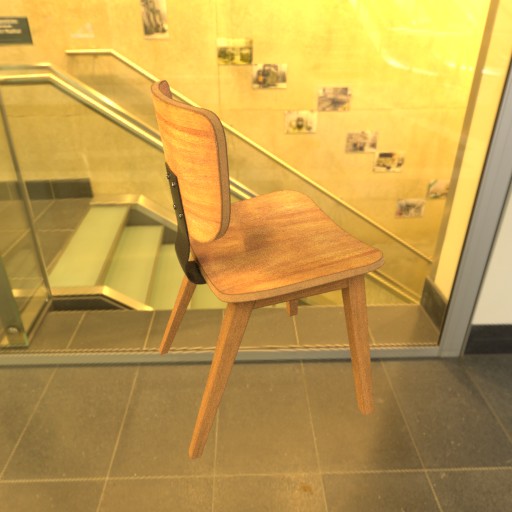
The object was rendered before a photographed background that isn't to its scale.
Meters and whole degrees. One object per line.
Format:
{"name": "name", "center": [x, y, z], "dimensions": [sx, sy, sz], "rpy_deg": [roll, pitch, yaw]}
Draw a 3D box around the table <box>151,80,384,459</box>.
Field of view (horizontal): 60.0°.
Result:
{"name": "table", "center": [0.000, 0.000, 1.122], "dimensions": [0.500, 0.805, 0.499], "rpy_deg": [-11, 31, -18]}
